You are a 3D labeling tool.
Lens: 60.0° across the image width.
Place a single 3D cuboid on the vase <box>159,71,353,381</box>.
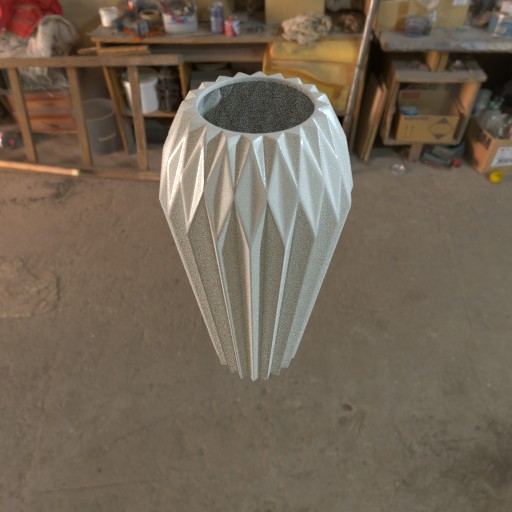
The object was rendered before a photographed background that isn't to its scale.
[{"bbox_3d":[0.000,0.000,0.358,0.133,0.263,0.133,0,46,0],"label":"vase"}]
